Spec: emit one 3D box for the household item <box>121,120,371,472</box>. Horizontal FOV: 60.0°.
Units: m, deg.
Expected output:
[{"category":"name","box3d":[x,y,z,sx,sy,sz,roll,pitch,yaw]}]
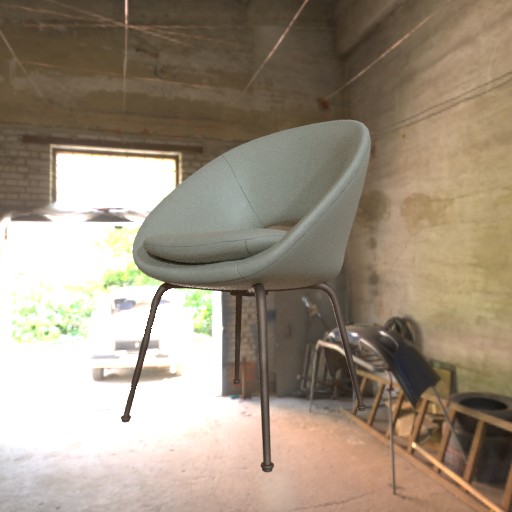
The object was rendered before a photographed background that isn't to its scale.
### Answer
[{"category":"household item","box3d":[0.000,0.000,1.228,0.623,0.852,0.573,-1,-1,37]}]
